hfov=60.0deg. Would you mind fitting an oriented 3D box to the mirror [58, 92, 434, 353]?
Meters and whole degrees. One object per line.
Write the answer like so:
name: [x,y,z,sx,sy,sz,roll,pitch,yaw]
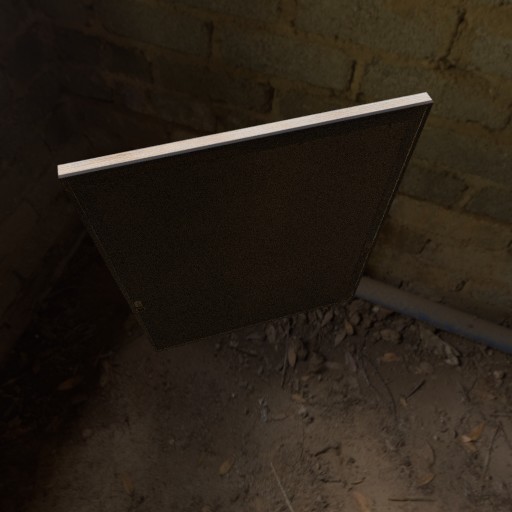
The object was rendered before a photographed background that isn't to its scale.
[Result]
mirror: [0.000,0.000,1.213,0.730,0.882,0.032,-14,59,-8]
